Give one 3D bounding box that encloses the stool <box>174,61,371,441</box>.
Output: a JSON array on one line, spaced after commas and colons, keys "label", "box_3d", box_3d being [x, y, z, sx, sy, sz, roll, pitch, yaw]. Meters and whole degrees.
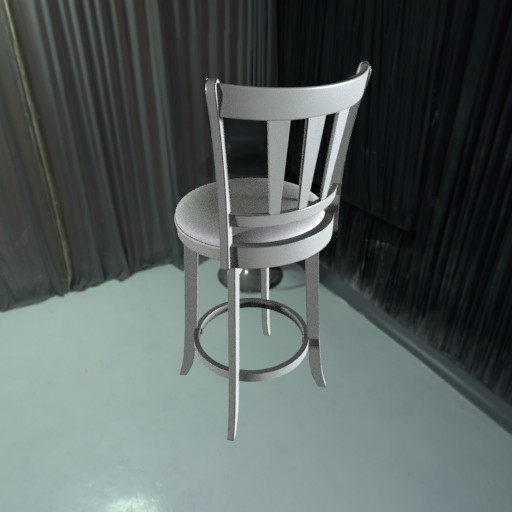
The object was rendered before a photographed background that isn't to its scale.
[{"label": "stool", "box_3d": [0.000, 0.000, 1.287, 0.436, 1.042, 0.475, -19, 36, -29]}]
